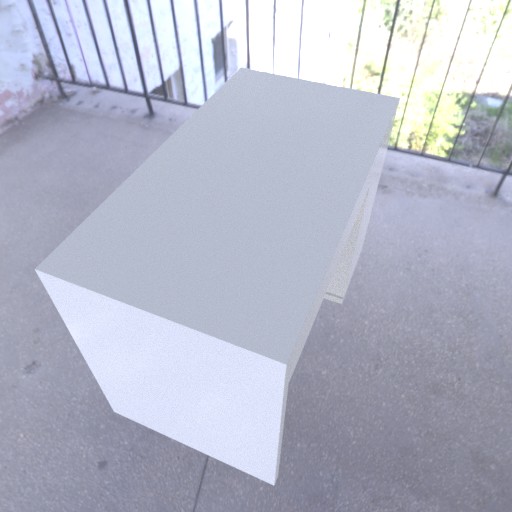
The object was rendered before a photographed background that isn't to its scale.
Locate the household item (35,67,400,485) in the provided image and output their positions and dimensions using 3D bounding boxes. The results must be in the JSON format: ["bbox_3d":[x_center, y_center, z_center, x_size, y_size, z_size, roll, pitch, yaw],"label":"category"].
[{"bbox_3d":[0.000,0.000,1.520,0.597,0.749,1.100,18,50,16],"label":"household item"}]
